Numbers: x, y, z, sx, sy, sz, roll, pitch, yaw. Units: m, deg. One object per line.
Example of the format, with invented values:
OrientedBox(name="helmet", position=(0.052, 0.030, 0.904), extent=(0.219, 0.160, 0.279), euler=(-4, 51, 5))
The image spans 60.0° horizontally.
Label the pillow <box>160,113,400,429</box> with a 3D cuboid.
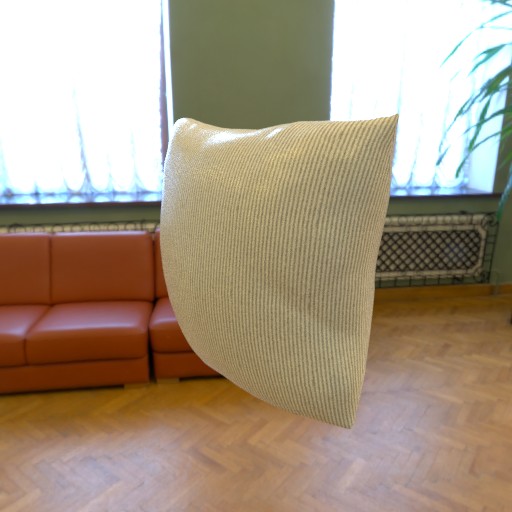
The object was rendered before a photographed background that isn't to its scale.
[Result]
OrientedBox(name="pillow", position=(0.000, 0.000, 0.712), extent=(0.310, 0.432, 0.387), euler=(-2, 16, -9))
